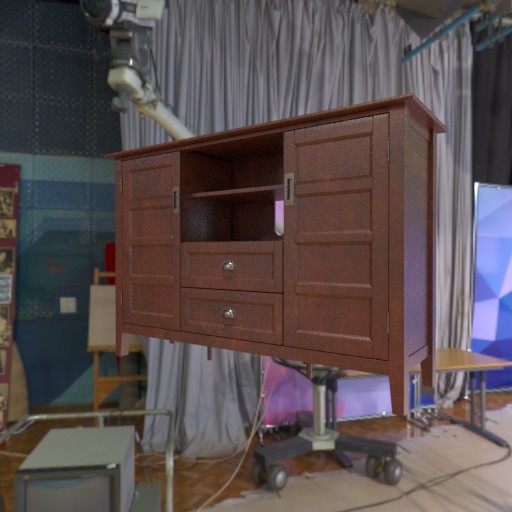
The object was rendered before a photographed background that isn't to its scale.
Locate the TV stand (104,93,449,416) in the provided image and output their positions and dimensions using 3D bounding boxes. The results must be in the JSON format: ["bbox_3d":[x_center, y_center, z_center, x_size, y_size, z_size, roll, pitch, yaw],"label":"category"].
[{"bbox_3d":[0.000,0.000,1.799,1.372,0.915,0.445,0,1,35],"label":"TV stand"}]
